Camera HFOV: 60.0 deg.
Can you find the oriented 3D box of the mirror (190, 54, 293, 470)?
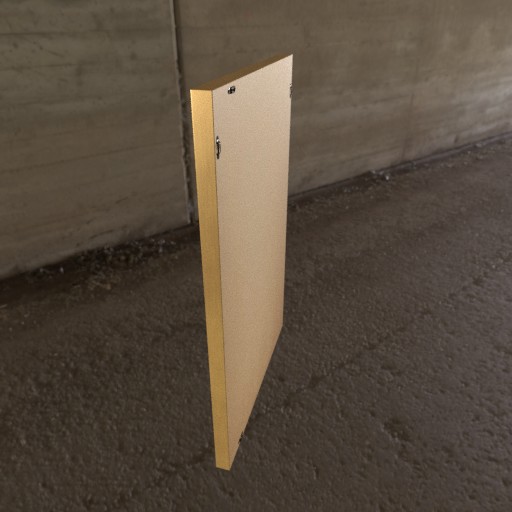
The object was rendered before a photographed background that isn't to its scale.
[{"bbox_3d":[0.000,0.000,1.159,0.041,0.915,0.609,8,30,14],"label":"mirror"}]
